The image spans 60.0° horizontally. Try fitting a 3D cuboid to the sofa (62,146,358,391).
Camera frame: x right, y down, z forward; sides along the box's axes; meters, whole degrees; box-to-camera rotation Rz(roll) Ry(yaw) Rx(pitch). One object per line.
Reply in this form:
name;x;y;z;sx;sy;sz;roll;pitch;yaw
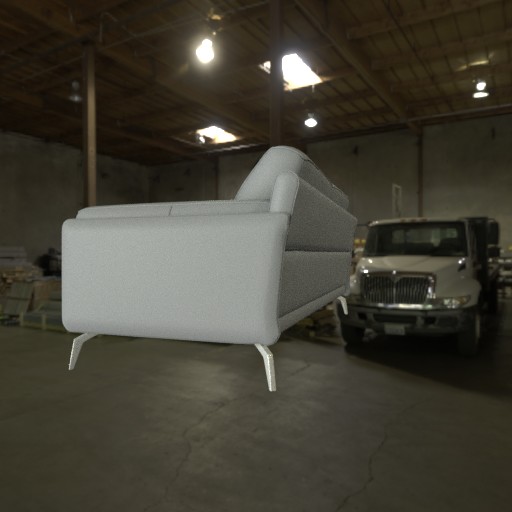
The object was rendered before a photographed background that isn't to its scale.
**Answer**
sofa;0.000;0.000;2.578;0.969;0.900;2.100;0;0;18
